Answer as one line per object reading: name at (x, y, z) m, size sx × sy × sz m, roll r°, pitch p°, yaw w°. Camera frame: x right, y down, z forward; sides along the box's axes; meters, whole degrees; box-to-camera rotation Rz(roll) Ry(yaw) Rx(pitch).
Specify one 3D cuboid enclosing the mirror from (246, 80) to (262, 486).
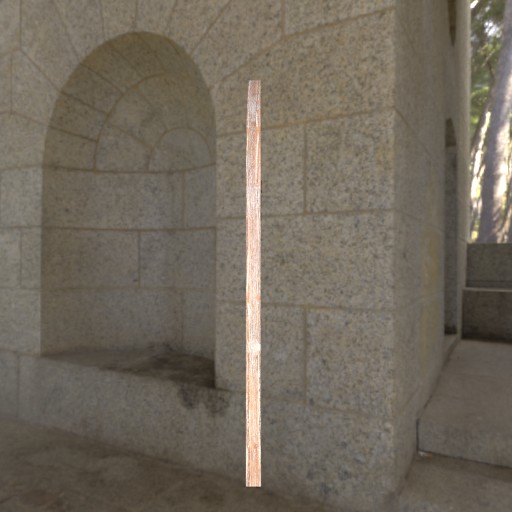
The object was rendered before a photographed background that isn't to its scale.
mirror at (0.000, 0.000, 1.213) m, size 0.032 × 0.920 × 0.660 m, roll 0°, pitch -1°, yaw 1°
